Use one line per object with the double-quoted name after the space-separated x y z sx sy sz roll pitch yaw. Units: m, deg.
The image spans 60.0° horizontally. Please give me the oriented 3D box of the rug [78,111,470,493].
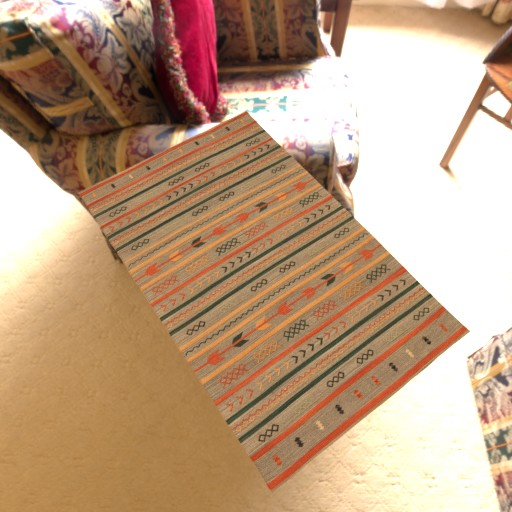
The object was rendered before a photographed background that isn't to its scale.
0.000 0.000 3.033 1.537 0.029 2.439 -31 64 -17 "rug"
